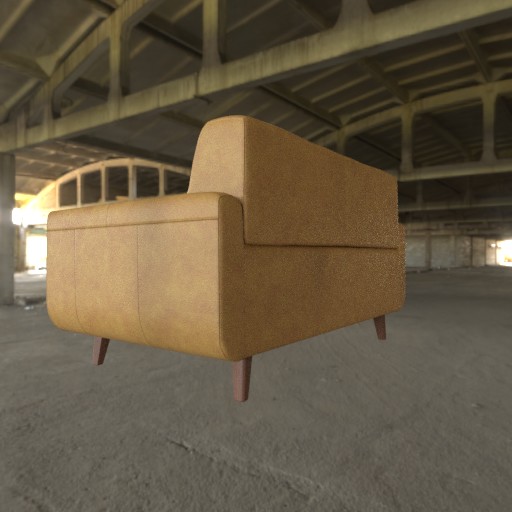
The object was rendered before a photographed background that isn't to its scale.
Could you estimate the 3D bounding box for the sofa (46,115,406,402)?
[{"bbox_3d":[0.000,0.000,2.182,0.952,0.925,1.651,0,0,36],"label":"sofa"}]
